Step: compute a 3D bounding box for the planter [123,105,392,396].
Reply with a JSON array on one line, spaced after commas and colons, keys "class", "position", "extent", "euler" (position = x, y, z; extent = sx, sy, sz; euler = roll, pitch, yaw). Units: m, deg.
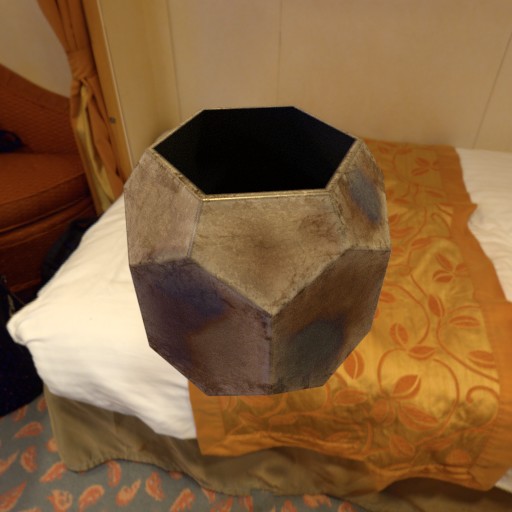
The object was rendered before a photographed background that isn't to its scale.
[{"class": "planter", "position": [0.000, 0.000, 0.432], "extent": [0.243, 0.238, 0.221], "euler": [-25, 47, -26]}]
